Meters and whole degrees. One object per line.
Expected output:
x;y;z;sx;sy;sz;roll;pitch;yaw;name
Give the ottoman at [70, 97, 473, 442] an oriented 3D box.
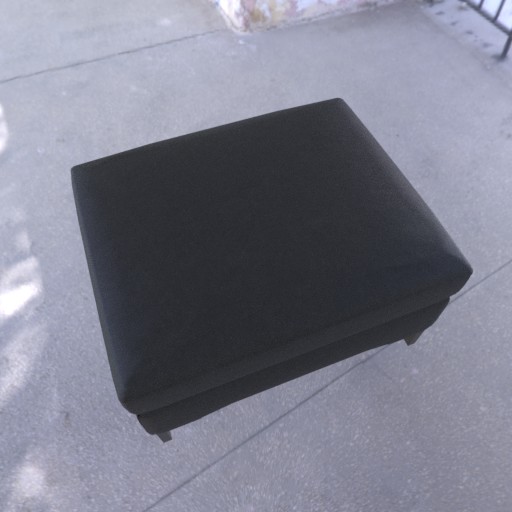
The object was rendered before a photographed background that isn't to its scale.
0.000;0.000;1.784;1.187;0.696;0.967;-18;59;-11;ottoman
